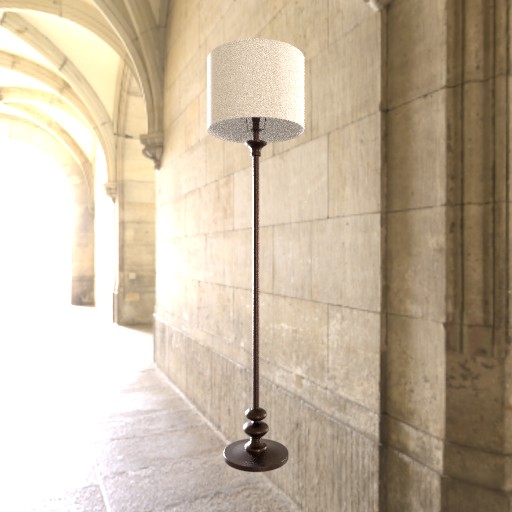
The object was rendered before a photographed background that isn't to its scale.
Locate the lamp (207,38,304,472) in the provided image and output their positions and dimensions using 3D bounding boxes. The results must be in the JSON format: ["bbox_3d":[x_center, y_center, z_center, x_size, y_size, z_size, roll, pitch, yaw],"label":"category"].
[{"bbox_3d":[0.000,0.000,1.642,0.356,1.487,0.356,0,0,18],"label":"lamp"}]
